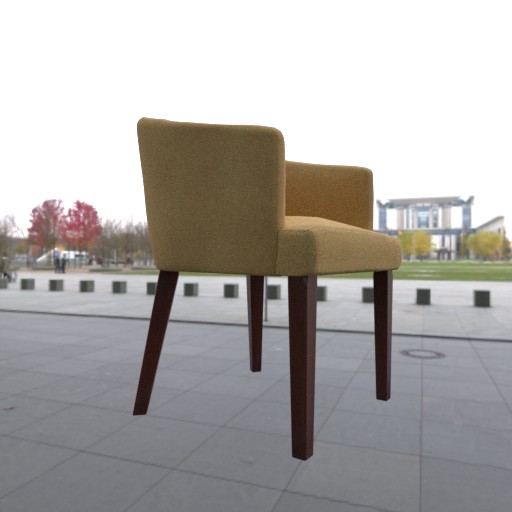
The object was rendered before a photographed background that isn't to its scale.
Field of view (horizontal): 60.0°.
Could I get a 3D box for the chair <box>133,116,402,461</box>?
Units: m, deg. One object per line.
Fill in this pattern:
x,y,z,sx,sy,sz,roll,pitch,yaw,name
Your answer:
0.000,0.000,1.242,0.655,0.811,0.583,0,0,36,chair
